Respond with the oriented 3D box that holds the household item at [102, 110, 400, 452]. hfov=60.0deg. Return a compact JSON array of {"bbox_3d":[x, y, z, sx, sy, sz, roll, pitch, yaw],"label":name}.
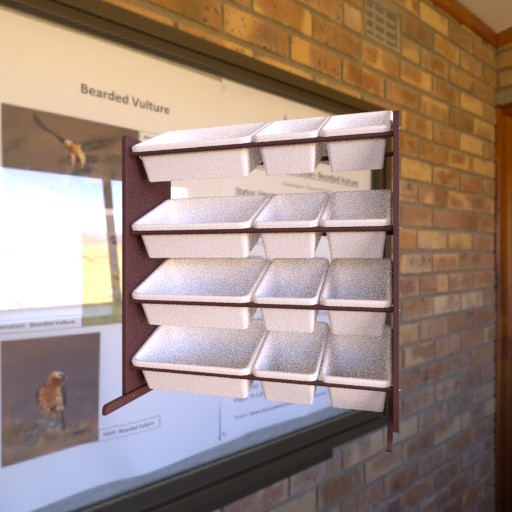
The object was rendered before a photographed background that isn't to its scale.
[{"bbox_3d":[0.000,0.000,1.273,0.787,0.864,0.389,0,0,18],"label":"household item"}]
